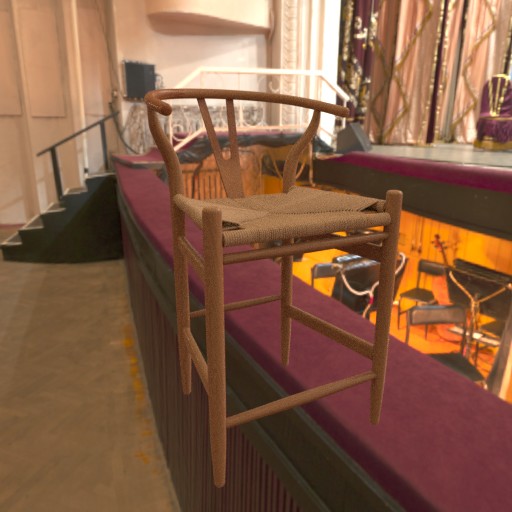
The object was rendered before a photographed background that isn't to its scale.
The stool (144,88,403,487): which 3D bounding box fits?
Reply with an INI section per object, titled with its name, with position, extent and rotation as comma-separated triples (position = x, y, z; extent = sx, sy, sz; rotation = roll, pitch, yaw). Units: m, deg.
[stool]
position = 0.000, 0.000, 1.256
extent = 0.536, 0.923, 0.575
rotation = -9, 19, -27
